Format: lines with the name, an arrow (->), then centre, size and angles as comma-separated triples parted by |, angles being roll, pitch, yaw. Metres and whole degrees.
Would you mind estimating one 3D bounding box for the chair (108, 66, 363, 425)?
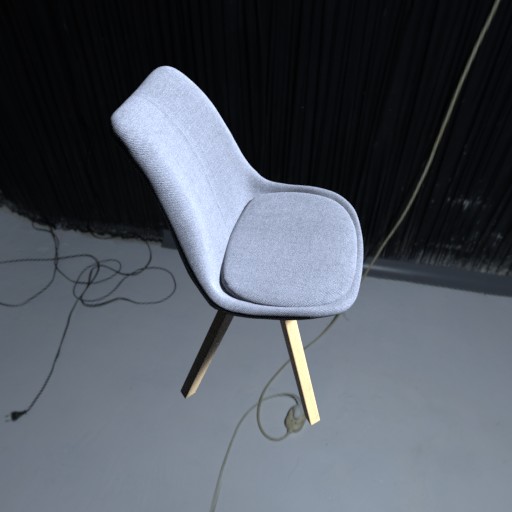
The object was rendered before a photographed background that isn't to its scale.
chair -> 0.000, 0.000, 1.174 | 0.550, 0.850, 0.485 | 9, 46, 9
